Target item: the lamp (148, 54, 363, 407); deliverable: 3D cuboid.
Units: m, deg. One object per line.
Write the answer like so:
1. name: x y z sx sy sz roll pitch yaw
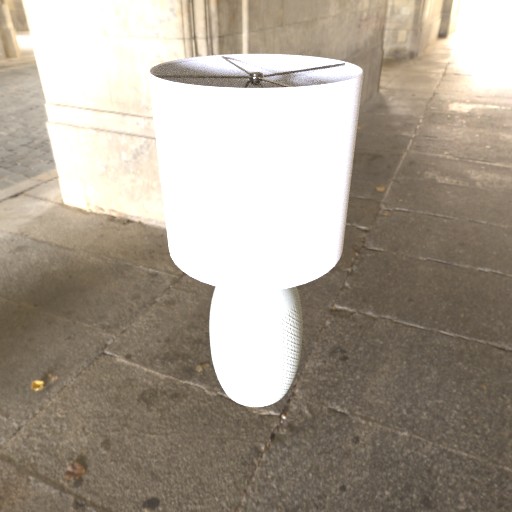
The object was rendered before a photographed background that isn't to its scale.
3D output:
1. lamp: 0.000 0.000 0.573 0.217 0.453 0.217 -11 33 -18
